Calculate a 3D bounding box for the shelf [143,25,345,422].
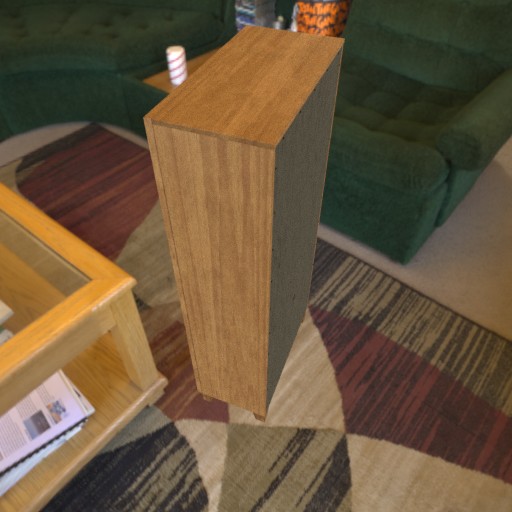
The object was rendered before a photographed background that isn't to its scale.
[{"bbox_3d":[0.000,0.000,2.309,0.453,1.930,0.864,16,48,15],"label":"shelf"}]
